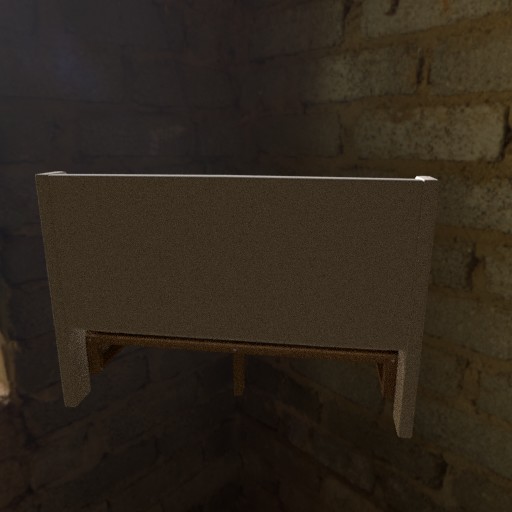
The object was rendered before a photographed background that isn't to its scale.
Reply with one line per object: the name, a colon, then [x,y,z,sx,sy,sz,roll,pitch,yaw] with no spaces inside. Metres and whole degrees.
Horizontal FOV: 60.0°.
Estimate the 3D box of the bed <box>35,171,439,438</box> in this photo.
bed: [0.000,0.000,3.571,2.145,1.471,2.293,2,15,8]
